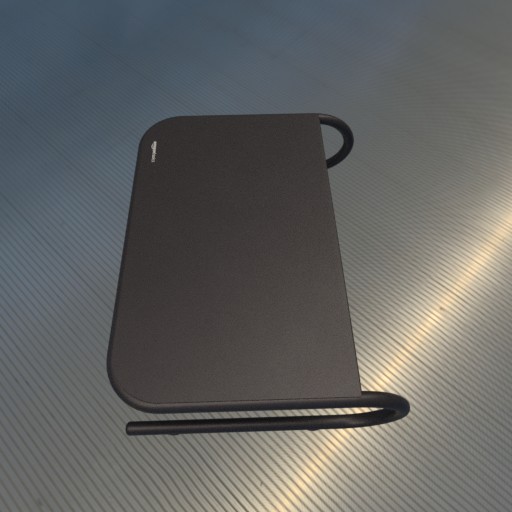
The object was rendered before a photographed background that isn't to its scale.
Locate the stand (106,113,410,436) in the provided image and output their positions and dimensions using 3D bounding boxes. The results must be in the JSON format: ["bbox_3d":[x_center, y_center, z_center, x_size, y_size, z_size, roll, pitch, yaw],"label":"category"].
[{"bbox_3d":[0.000,0.000,0.516,0.280,0.108,0.370,-2,58,-1],"label":"stand"}]
